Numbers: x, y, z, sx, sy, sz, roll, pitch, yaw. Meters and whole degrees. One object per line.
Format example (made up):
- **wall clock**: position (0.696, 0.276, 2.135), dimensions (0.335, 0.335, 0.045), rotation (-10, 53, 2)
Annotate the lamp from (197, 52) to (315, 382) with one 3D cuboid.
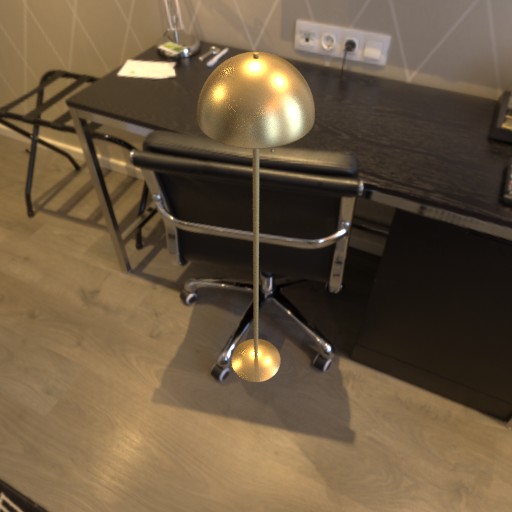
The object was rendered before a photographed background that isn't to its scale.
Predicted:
- **lamp**: position (0.000, 0.000, 1.652), dimensions (0.328, 1.480, 0.328), rotation (-3, 46, -3)
